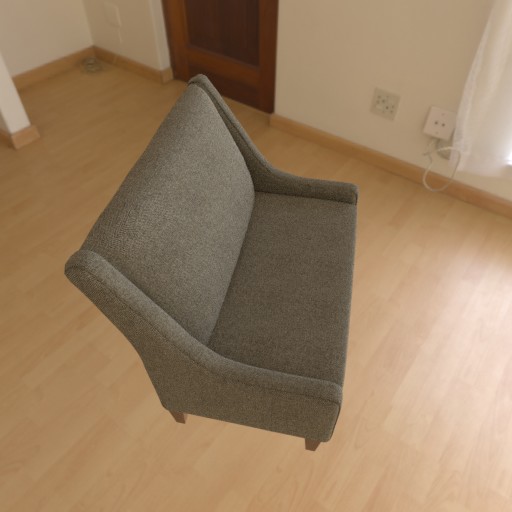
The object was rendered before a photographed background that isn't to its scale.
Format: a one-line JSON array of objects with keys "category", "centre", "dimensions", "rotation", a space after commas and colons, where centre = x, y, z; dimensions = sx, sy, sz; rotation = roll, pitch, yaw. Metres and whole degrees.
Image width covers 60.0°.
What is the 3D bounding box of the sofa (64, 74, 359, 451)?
[{"category": "sofa", "centre": [0.000, 0.000, 1.934], "dimensions": [0.870, 1.021, 1.242], "rotation": [9, 48, 8]}]
